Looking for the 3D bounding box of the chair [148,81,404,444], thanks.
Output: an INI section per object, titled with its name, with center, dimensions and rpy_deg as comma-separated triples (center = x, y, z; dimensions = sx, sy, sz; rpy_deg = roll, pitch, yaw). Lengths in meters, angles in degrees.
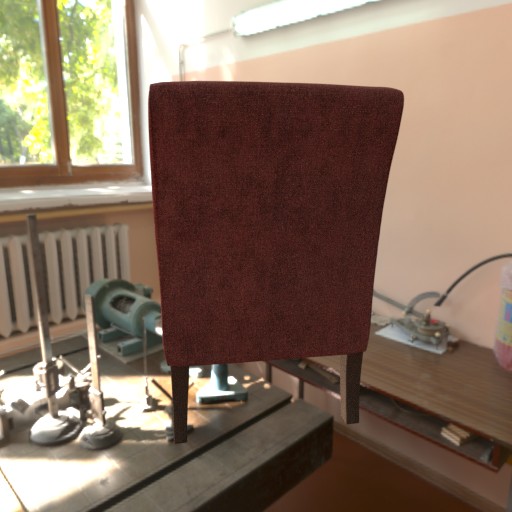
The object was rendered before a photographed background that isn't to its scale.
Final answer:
[chair]
center = 0.000, 0.000, 1.264
dimensions = 0.538, 0.846, 0.640
rpy_deg = -2, 13, -10
